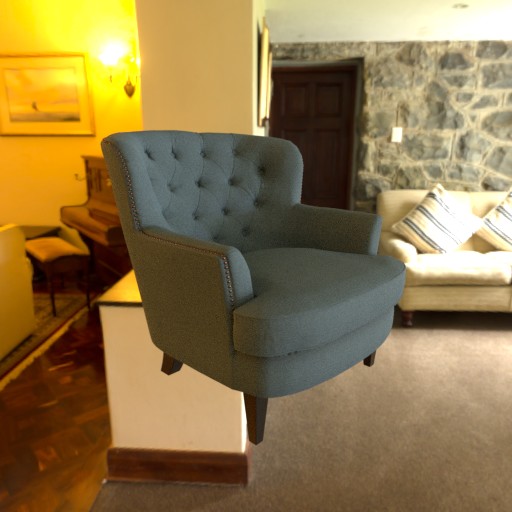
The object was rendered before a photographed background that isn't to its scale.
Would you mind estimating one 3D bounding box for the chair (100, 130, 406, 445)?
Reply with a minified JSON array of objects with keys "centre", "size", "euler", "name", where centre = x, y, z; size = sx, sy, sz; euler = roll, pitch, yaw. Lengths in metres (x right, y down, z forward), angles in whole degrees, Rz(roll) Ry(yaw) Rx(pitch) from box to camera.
[{"centre":[0.000,0.000,1.566],"size":[0.906,0.868,0.848],"euler":[14,20,42],"name":"chair"}]
